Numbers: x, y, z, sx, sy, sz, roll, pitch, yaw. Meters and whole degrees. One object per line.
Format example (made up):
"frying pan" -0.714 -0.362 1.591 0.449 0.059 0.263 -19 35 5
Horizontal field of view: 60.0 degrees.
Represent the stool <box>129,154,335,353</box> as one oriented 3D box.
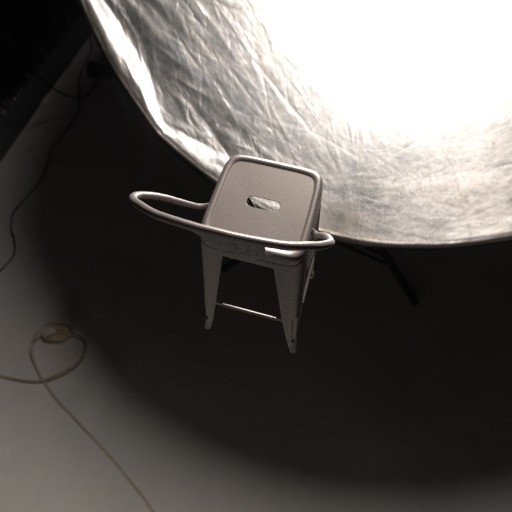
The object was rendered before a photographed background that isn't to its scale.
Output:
"stool" 0.000 0.000 1.335 0.399 1.096 0.513 14 63 7
